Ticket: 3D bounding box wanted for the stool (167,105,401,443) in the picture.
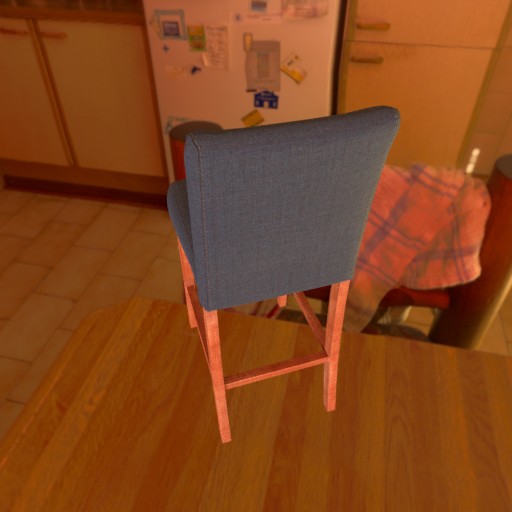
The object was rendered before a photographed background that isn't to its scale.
[{"bbox_3d":[0.000,0.000,1.365,0.454,1.088,0.574,-12,42,-13],"label":"stool"}]
